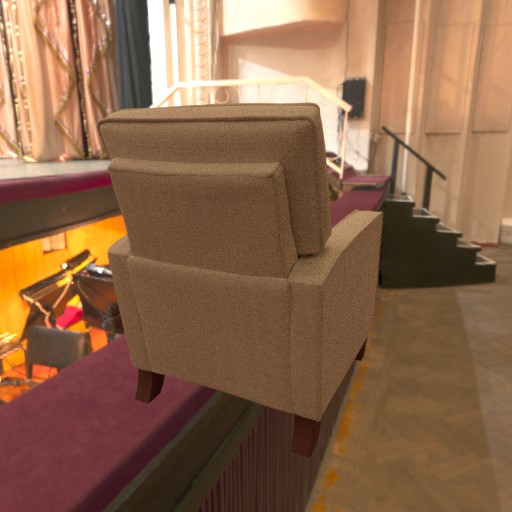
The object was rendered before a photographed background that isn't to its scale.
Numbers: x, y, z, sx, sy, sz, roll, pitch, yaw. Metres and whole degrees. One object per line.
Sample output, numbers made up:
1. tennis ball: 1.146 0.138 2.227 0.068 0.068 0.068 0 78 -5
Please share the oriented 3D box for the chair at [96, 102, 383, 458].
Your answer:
1. chair: 0.000 0.000 1.407 0.648 0.888 0.754 8 17 26
